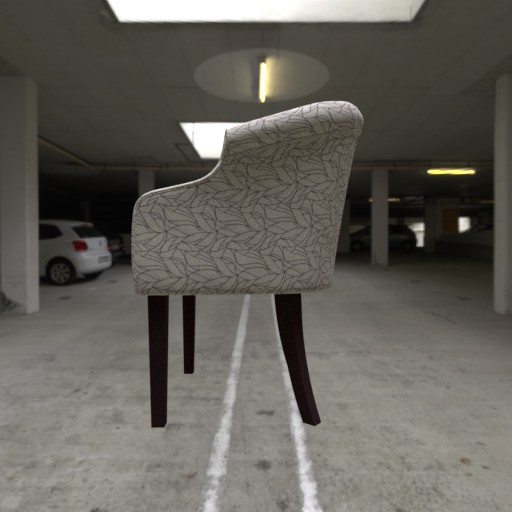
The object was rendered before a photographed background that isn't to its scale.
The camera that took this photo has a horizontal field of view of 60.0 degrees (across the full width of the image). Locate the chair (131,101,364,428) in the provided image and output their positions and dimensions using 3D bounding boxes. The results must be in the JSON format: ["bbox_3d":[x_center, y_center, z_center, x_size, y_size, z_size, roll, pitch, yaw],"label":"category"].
[{"bbox_3d":[0.000,0.000,1.368,0.613,0.858,0.686,0,1,0],"label":"chair"}]
